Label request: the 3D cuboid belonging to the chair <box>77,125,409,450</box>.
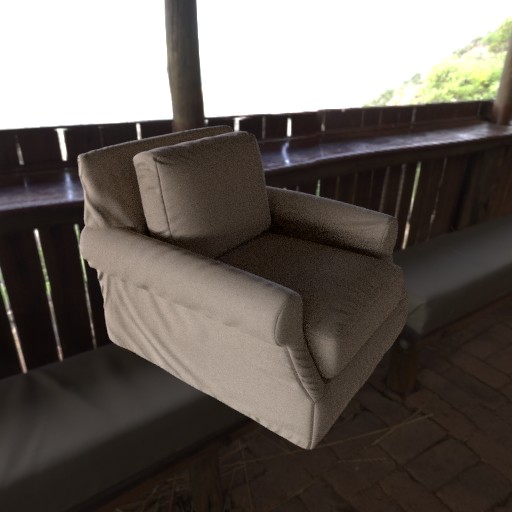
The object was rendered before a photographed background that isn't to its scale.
[{"bbox_3d":[0.000,0.000,1.775,1.066,0.866,0.940,17,30,32],"label":"chair"}]
